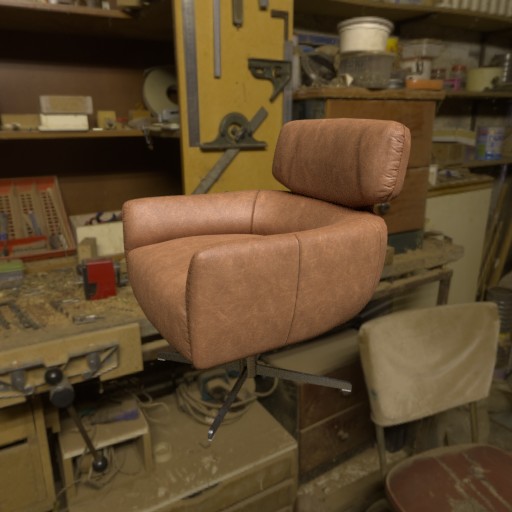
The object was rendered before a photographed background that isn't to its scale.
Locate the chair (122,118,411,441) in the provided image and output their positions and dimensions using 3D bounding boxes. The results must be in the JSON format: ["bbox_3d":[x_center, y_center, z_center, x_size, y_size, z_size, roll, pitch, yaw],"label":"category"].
[{"bbox_3d":[0.000,0.000,1.366,0.715,0.812,0.706,-9,19,-27],"label":"chair"}]
